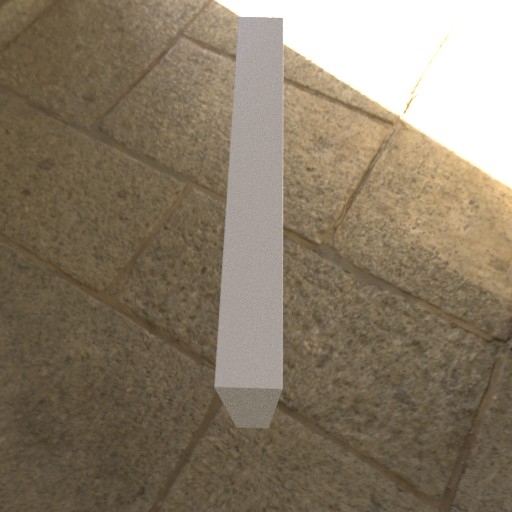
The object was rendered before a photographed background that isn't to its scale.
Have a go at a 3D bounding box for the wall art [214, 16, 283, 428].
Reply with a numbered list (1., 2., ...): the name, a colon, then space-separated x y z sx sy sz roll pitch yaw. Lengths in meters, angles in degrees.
1. wall art: 0.000 0.000 0.448 0.038 0.305 0.305 1 65 1
